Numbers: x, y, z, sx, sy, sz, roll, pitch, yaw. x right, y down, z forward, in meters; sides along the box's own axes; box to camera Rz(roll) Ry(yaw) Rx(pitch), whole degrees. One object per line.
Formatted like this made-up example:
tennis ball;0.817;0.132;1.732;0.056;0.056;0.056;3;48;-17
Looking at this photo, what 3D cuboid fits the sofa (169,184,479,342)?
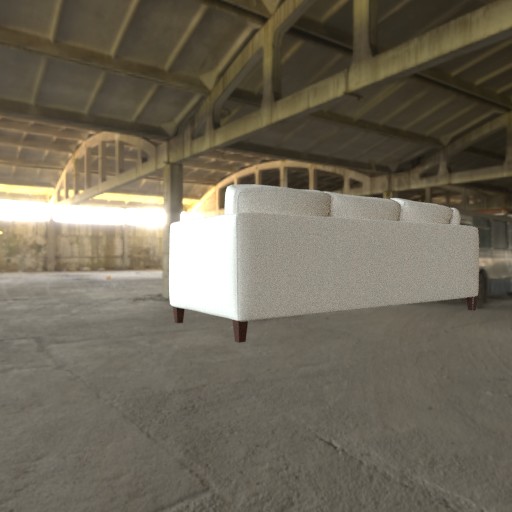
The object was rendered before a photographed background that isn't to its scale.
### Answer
sofa;0.000;0.000;4.531;2.593;0.947;3.302;0;1;-35
